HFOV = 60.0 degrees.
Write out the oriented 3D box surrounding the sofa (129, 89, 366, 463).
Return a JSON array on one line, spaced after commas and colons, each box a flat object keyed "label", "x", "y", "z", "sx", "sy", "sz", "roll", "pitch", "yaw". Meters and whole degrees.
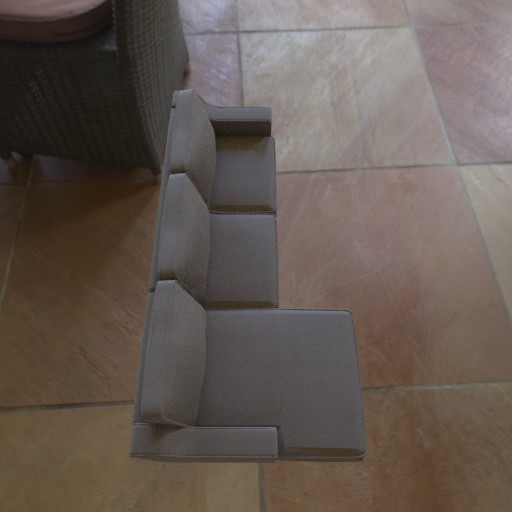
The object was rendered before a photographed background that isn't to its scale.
[{"label": "sofa", "x": 0.000, "y": 0.000, "z": 3.052, "sx": 1.294, "sy": 0.928, "sz": 2.561, "roll": 0, "pitch": 63, "yaw": 0}]
